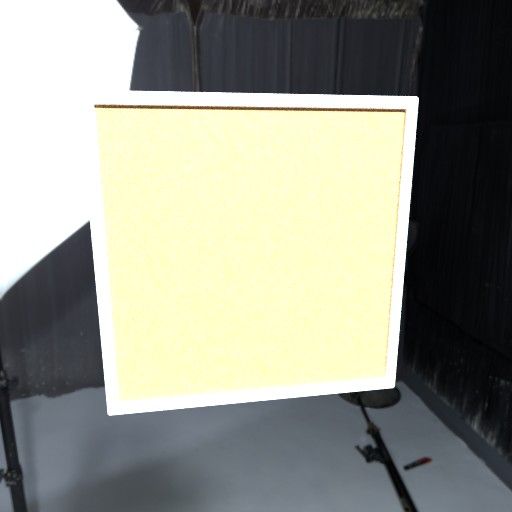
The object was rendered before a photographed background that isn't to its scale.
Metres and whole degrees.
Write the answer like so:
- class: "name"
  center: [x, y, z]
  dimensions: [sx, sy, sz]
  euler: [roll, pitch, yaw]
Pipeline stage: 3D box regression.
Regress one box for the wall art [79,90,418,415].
- class: "wall art"
  center: [0.000, 0.000, 0.446]
  dimensions: [0.305, 0.305, 0.038]
  euler: [-2, 14, -10]
